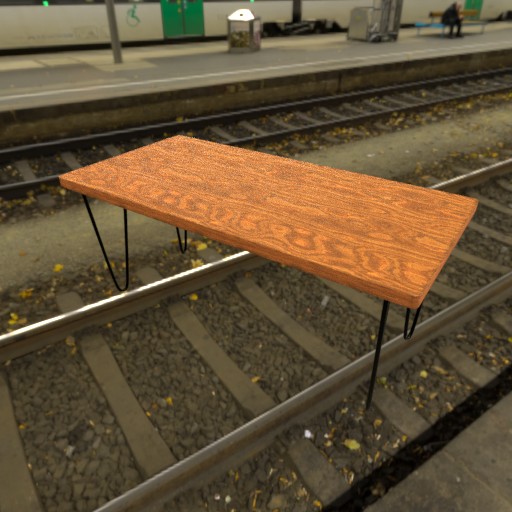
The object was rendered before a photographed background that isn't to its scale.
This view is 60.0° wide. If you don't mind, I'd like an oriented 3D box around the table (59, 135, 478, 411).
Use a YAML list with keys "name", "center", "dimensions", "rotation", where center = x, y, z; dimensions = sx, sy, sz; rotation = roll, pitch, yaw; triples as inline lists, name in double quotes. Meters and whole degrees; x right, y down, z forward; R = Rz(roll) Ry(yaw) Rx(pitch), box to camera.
- name: "table"
  center: [0.000, 0.000, 2.272]
  dimensions: [1.791, 0.753, 0.883]
  rotation: [19, 36, 29]
